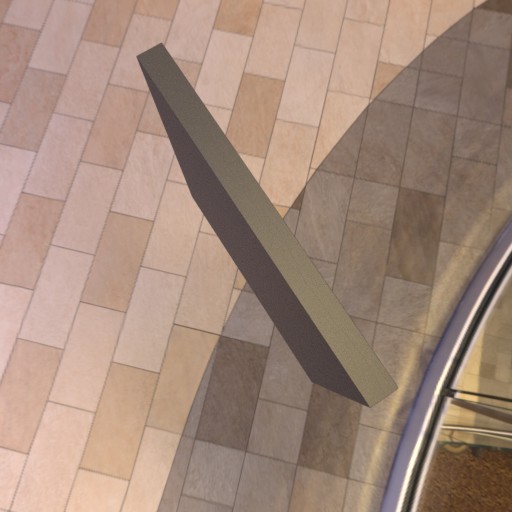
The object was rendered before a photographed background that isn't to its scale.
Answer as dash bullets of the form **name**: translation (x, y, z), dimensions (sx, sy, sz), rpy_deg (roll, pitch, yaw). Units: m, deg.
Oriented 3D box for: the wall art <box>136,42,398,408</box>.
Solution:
- **wall art**: translation (0.000, 0.000, 0.766), dimensions (0.038, 0.507, 0.507), rpy_deg (-32, 79, -7)
